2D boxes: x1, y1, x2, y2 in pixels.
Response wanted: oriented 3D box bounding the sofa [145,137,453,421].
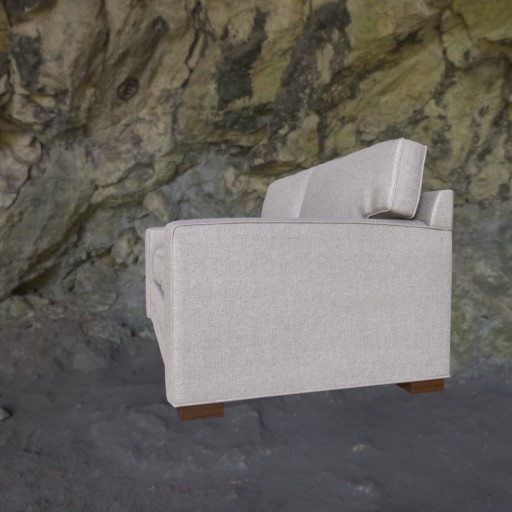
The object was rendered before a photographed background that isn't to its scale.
[{"bbox_3d":[0.000,0.000,2.047,0.940,0.853,1.484,-1,3,-16],"label":"sofa"}]
